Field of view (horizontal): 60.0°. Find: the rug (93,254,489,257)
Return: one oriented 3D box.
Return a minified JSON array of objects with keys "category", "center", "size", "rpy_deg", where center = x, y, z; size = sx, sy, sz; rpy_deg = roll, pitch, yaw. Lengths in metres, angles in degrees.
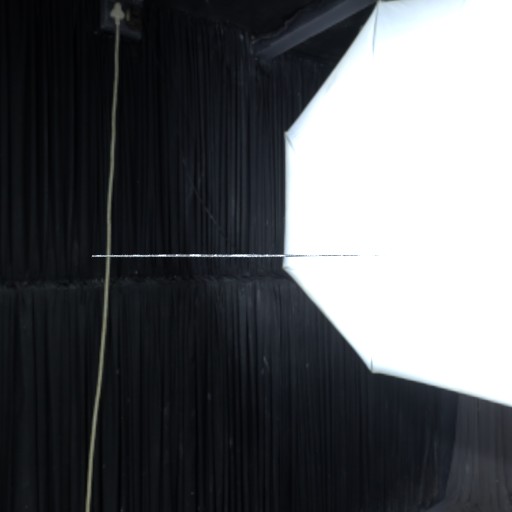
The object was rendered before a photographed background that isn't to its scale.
[{"category":"rug","center":[0.000,0.000,3.057],"size":[1.520,0.015,2.434],"rpy_deg":[0,0,-36]}]
